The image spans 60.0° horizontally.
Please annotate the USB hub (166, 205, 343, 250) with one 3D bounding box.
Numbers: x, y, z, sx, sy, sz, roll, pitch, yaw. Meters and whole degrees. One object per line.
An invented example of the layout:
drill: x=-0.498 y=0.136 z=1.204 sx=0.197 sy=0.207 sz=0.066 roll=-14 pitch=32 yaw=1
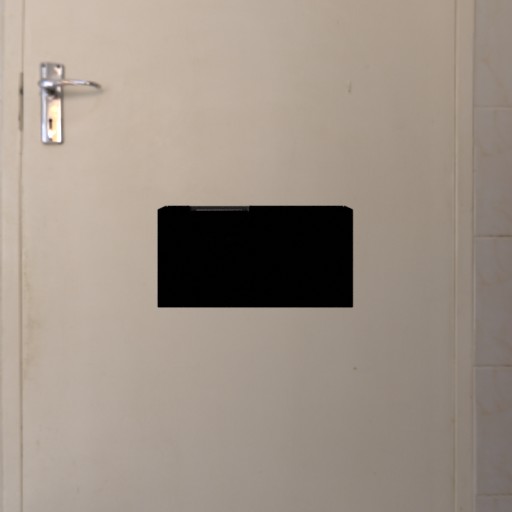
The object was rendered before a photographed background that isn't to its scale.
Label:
USB hub: x=0.000 y=0.000 z=0.128 sx=0.044 sy=0.023 sz=0.110 roll=0 pitch=0 yaw=0
